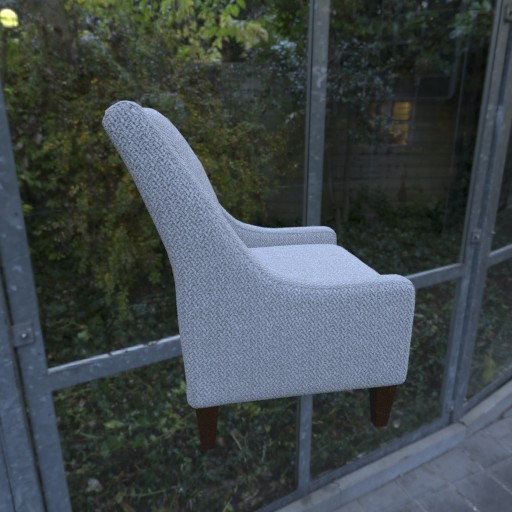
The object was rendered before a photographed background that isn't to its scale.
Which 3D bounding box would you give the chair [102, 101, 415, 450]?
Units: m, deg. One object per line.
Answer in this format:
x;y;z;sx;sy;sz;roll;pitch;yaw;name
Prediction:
0.000;0.000;1.584;0.870;1.014;0.774;-3;17;-10;chair
